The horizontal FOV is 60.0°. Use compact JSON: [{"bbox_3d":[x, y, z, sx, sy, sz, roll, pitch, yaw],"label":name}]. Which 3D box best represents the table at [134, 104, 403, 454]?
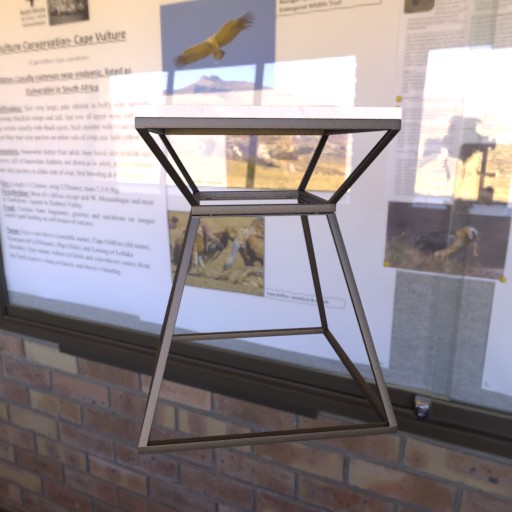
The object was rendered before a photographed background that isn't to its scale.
[{"bbox_3d":[0.000,0.000,0.919,0.455,0.559,0.455,-2,14,-7],"label":"table"}]
